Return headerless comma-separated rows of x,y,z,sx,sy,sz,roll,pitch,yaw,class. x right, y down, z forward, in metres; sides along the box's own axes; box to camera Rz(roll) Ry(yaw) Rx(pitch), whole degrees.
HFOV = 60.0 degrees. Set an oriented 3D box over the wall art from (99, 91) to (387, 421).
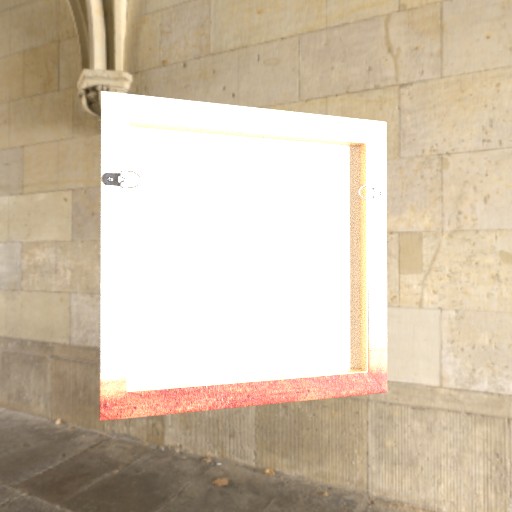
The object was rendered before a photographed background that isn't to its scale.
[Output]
0.000,0.000,1.147,0.760,0.760,0.042,0,-1,-17,wall art
